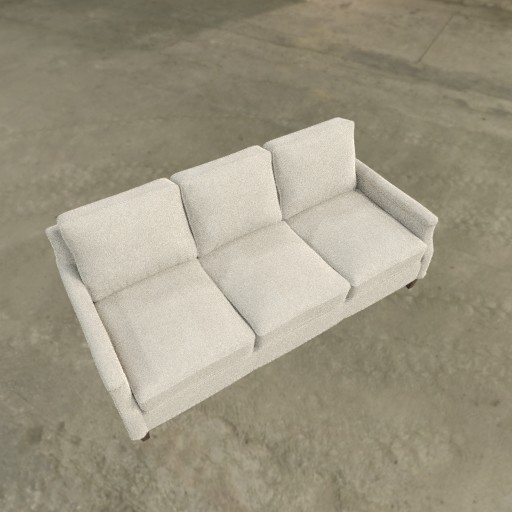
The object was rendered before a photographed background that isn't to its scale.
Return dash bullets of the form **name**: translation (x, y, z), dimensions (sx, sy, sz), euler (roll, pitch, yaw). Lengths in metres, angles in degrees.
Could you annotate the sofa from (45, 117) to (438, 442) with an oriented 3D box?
- **sofa**: translation (0.000, 0.000, 2.839), dimensions (2.246, 1.003, 1.084), euler (-25, 51, -21)
